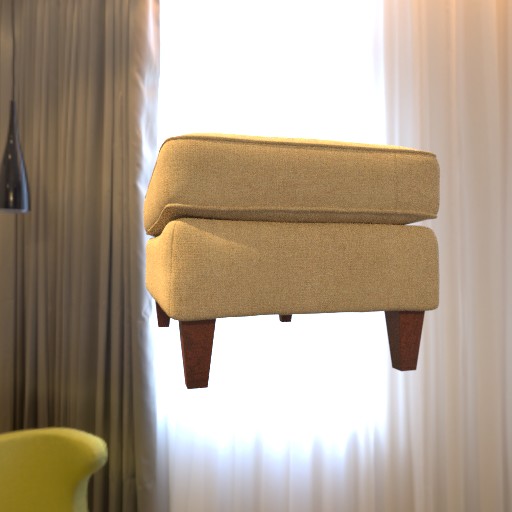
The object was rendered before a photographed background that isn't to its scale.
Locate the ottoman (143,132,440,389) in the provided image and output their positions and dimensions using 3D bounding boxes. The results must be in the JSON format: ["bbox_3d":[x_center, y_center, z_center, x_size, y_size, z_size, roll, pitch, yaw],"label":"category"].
[{"bbox_3d":[0.000,0.000,1.232,0.583,0.484,0.862,0,0,-16],"label":"ottoman"}]
